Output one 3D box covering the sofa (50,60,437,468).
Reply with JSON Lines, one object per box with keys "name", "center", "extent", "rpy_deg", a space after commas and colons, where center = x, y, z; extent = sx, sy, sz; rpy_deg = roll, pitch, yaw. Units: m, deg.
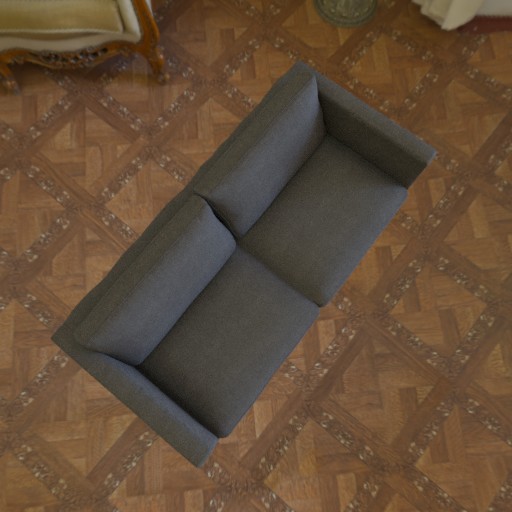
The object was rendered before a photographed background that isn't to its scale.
{"name": "sofa", "center": [0.000, 0.000, 2.466], "extent": [0.953, 0.855, 1.982], "rpy_deg": [37, 78, 9]}
